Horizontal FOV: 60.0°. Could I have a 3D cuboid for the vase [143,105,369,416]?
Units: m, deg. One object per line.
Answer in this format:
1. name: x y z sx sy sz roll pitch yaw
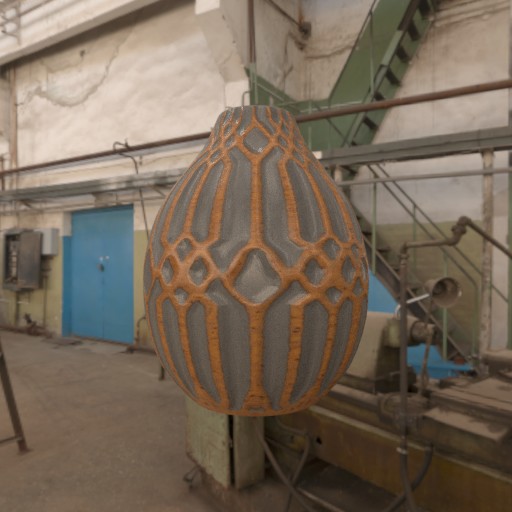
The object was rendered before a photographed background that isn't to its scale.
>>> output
1. vase: 0.000 0.000 0.140 0.069 0.088 0.069 0 0 0
